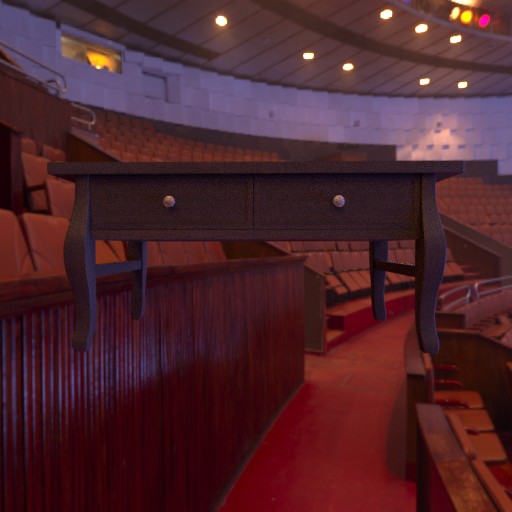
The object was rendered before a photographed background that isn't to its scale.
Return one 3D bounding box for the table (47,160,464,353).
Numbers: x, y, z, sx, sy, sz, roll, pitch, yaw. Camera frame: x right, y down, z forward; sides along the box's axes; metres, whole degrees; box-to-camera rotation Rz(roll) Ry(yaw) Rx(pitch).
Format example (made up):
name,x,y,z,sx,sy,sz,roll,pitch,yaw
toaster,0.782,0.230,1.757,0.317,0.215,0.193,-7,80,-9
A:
name,x,y,z,sx,sy,sz,roll,pitch,yaw
table,0.000,0.000,1.424,1.062,0.494,0.600,0,1,1
